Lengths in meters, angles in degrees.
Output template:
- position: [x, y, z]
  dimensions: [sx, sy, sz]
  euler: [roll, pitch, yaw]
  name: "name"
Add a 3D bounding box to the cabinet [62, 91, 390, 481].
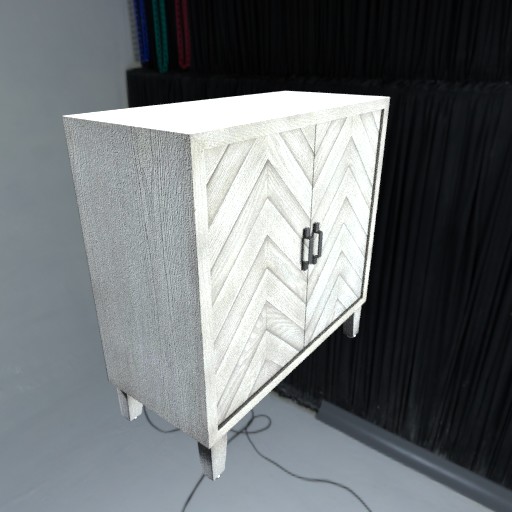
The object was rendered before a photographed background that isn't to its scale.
- position: [0.000, 0.000, 1.214]
  dimensions: [0.370, 0.787, 0.781]
  euler: [18, 30, 33]
  name: "cabinet"
